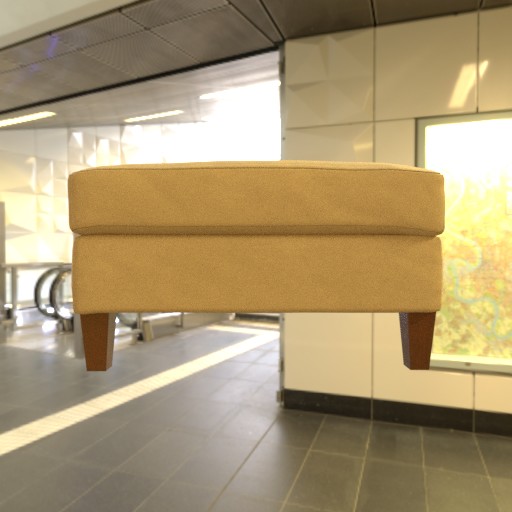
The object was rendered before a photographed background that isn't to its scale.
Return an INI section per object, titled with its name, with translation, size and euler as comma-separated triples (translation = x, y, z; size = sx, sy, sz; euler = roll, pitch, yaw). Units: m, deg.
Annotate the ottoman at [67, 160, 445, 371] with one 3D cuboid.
[ottoman]
translation = 0.000, 0.000, 1.433
size = 0.836, 0.492, 1.002
euler = 0, 1, -1
